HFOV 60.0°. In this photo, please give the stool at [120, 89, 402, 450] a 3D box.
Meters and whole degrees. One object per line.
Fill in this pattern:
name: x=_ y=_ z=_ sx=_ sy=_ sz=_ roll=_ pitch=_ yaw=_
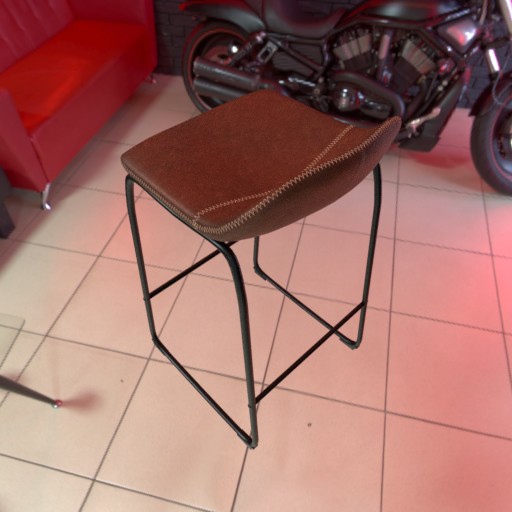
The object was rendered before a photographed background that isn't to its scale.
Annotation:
stool: x=0.000 y=0.000 z=1.083 sx=0.454 sy=0.830 sz=0.473 roll=-35 pitch=56 yaw=-28
